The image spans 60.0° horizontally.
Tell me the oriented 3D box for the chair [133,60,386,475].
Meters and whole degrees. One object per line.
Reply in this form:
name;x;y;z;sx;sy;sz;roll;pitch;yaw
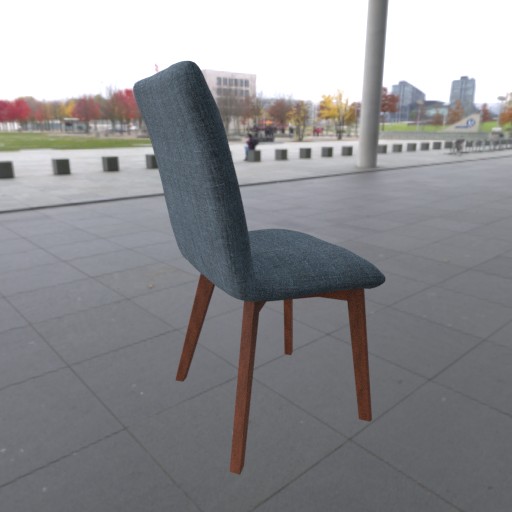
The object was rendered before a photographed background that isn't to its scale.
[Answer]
chair;0.000;0.000;1.282;0.563;0.974;0.522;-8;18;-26
